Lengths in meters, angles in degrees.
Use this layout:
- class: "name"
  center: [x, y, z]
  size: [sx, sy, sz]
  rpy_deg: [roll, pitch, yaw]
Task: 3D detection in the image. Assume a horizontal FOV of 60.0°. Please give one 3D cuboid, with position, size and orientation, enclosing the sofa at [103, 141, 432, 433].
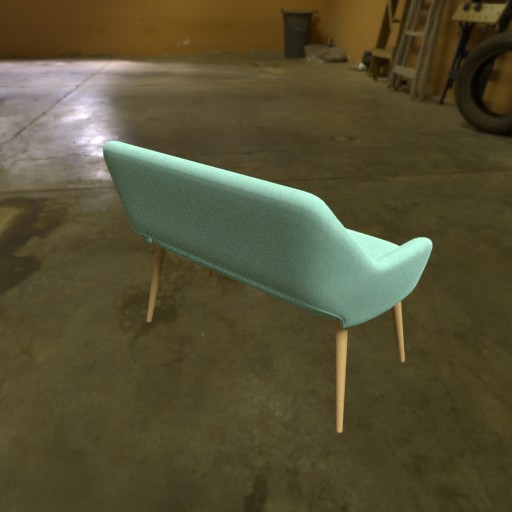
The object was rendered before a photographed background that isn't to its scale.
- class: "sofa"
  center: [0.000, 0.000, 1.612]
  size: [1.150, 0.840, 0.610]
  rpy_deg: [21, 36, 32]
